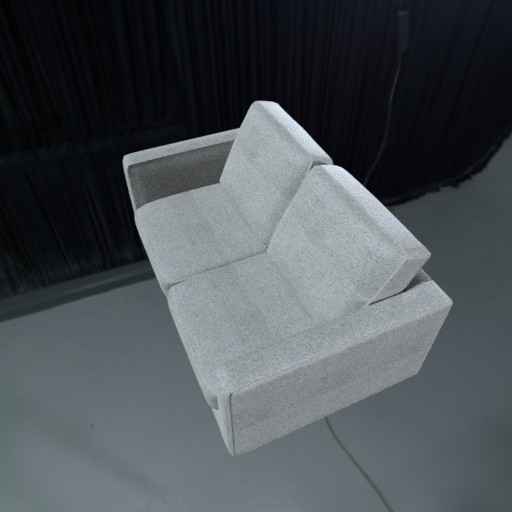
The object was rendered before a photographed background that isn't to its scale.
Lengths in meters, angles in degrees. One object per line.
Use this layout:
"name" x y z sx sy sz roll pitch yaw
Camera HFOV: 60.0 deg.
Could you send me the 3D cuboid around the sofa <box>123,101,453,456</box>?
"sofa" 0.000 0.000 2.213 0.969 0.973 1.527 -18 48 -17
